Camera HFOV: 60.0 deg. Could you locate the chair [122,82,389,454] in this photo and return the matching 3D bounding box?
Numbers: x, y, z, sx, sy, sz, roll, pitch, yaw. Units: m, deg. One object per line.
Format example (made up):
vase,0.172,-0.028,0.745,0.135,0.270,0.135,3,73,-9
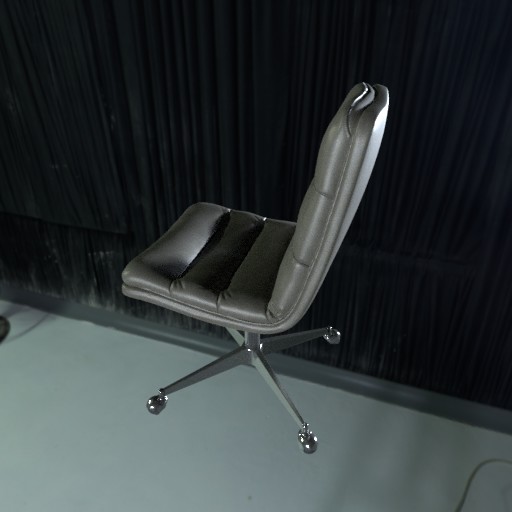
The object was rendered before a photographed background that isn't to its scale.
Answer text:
chair,0.000,0.000,1.012,0.485,0.738,0.422,8,31,14
